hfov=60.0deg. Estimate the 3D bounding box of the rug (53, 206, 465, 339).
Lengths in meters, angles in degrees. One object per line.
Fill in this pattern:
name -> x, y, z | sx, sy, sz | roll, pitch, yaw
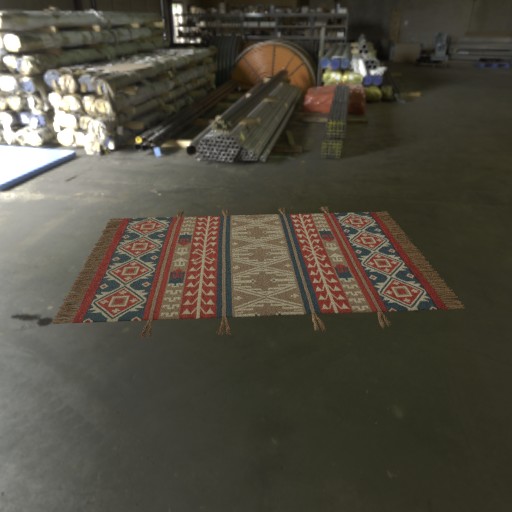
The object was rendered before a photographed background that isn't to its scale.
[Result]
rug -> 0.000, 0.000, 3.231 | 2.450, 0.048, 1.778 | -2, 29, -3
